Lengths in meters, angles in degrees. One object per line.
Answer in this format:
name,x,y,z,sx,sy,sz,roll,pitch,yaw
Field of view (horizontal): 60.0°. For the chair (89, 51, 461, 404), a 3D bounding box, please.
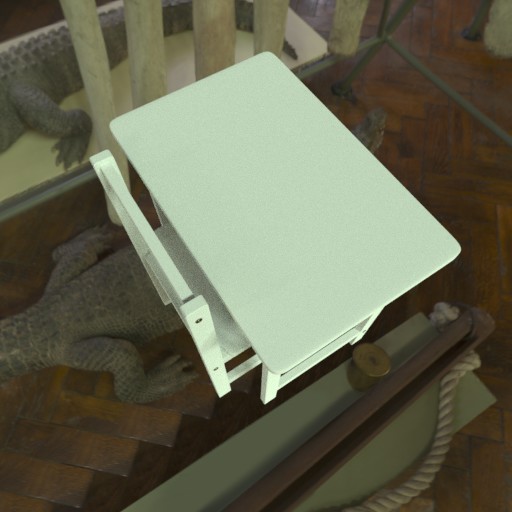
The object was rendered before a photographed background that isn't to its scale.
chair,0.000,0.000,1.049,0.461,0.673,0.599,-30,67,-14
